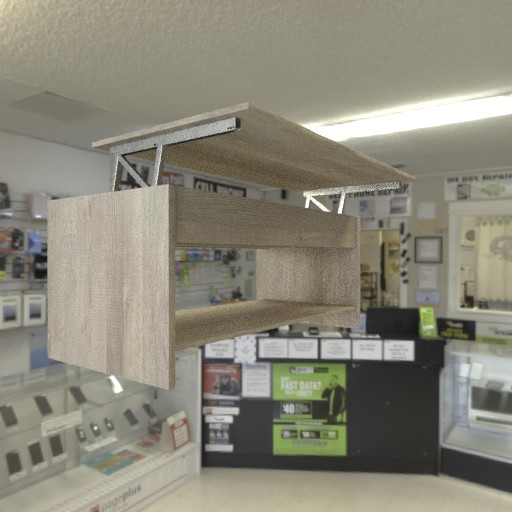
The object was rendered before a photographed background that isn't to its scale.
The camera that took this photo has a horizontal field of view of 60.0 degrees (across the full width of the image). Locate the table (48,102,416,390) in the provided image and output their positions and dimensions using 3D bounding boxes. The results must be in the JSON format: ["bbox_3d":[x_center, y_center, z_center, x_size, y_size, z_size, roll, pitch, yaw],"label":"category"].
[{"bbox_3d":[0.000,0.000,1.427,0.712,0.570,1.000,0,0,37],"label":"table"}]
